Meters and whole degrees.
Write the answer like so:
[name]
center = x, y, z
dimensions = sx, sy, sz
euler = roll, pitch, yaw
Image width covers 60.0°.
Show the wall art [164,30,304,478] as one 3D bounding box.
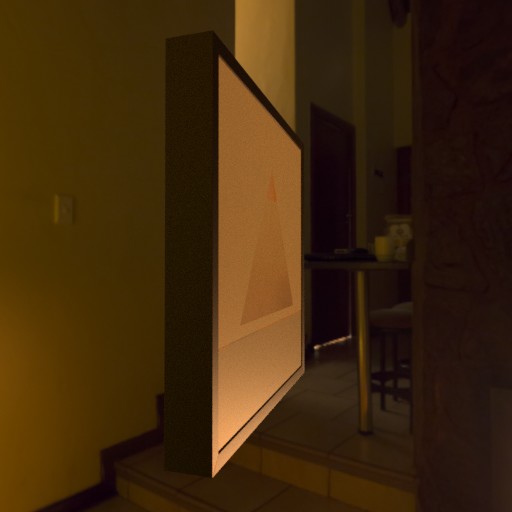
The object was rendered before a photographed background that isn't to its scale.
[wall art]
center = 0.000, 0.000, 0.450
dimensions = 0.037, 0.303, 0.304
euler = 0, -1, 18
